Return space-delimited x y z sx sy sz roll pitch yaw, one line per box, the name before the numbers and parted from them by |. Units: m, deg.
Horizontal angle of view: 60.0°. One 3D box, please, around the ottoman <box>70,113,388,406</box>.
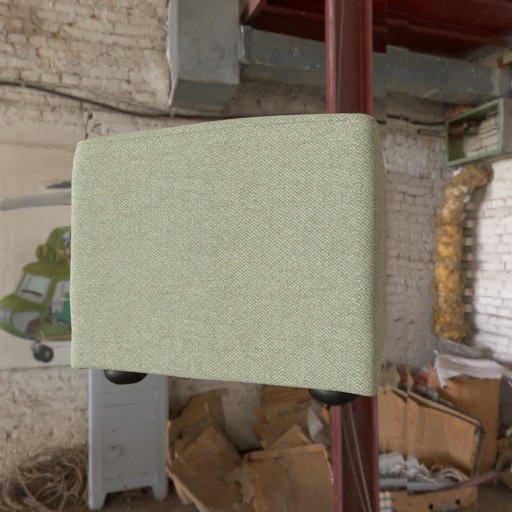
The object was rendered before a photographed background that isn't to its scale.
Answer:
ottoman | 0.000 0.000 0.915 0.512 0.453 0.521 0 0 18
